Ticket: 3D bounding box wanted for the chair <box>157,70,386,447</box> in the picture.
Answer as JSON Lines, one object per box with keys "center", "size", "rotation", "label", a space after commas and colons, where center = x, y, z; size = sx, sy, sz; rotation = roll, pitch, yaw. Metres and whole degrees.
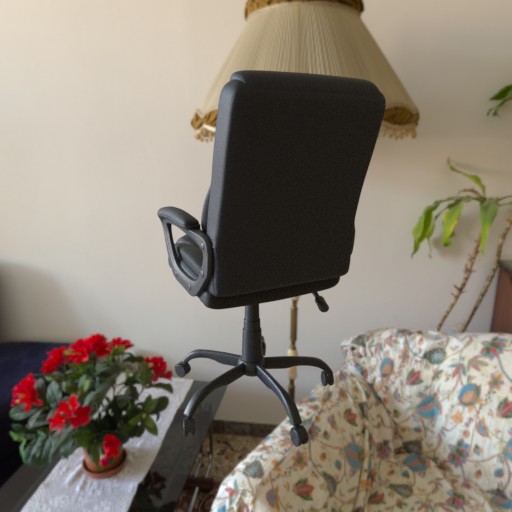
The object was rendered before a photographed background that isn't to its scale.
{"center": [0.000, 0.000, 1.475], "size": [0.615, 1.072, 0.655], "rotation": [-8, 17, -27], "label": "chair"}
